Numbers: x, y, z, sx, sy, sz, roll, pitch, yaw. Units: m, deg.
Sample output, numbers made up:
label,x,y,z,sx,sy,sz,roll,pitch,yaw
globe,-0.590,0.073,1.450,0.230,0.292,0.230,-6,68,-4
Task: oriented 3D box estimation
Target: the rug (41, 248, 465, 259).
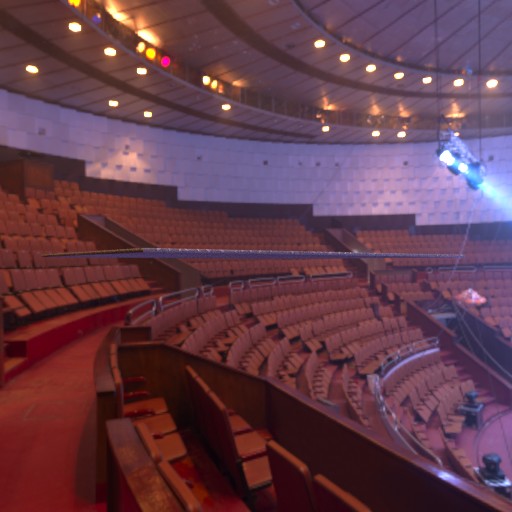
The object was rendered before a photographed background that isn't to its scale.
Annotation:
label,x,y,z,sx,sy,sz,roll,pitch,yaw
rug,0.000,0.000,2.761,2.144,0.015,1.543,1,-1,-37
